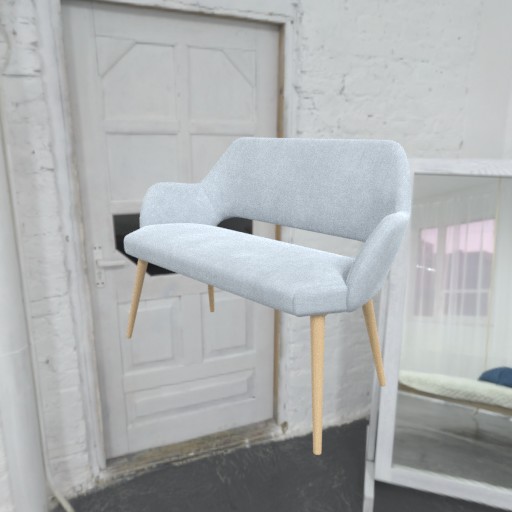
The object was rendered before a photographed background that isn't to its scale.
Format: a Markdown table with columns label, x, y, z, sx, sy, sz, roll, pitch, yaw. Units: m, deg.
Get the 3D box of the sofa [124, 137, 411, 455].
| label | x | y | z | sx | sy | sz | roll | pitch | yaw |
| --- | --- | --- | --- | --- | --- | --- | --- | --- | --- |
| sofa | 0.000 | 0.000 | 1.654 | 1.150 | 0.840 | 0.610 | 15 | 22 | 43 |
